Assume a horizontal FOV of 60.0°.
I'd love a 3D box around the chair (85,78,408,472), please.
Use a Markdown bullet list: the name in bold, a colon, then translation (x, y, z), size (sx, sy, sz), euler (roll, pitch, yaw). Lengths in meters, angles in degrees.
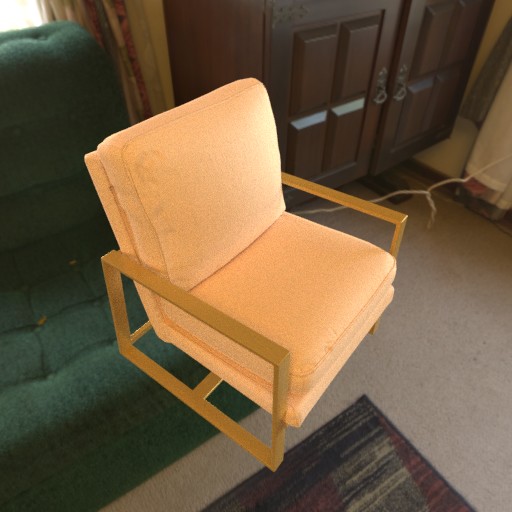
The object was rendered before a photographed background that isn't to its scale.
- **chair**: translation (0.000, 0.000, 1.515), size (0.813, 0.956, 0.758), euler (27, 48, 27)
